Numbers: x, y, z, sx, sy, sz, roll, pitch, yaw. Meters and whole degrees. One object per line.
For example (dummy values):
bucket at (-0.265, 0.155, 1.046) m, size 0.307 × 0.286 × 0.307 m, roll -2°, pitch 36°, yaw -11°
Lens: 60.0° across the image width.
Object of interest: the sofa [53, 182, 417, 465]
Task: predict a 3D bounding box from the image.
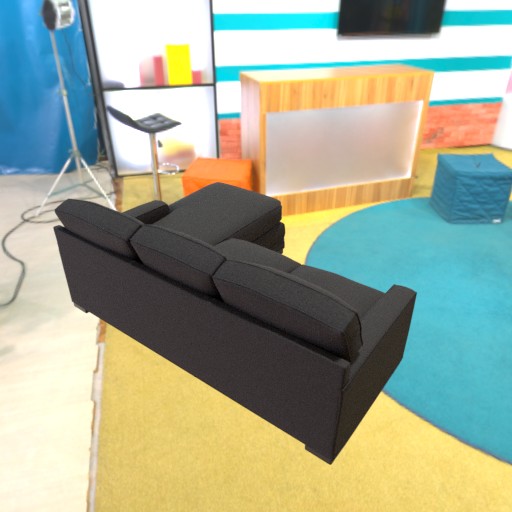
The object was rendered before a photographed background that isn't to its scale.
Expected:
sofa at (0.000, 0.000, 3.338) m, size 2.370 × 0.973 × 1.790 m, roll 21°, pitch 37°, yaw 31°
